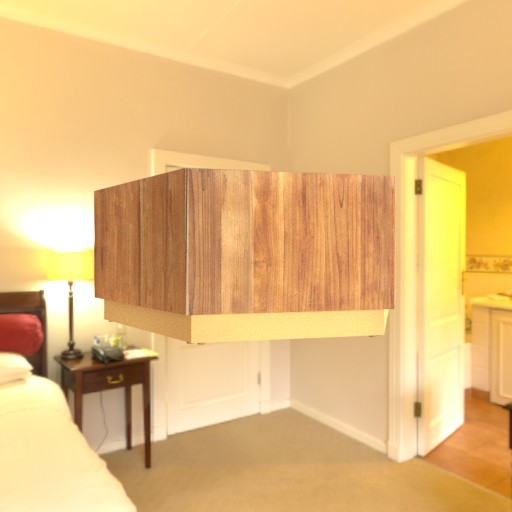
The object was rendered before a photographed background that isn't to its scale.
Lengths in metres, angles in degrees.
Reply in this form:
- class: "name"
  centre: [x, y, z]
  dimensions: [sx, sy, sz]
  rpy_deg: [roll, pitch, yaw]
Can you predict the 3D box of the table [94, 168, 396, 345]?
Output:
- class: "table"
  centre: [0.000, 0.000, 1.666]
  dimensions: [1.000, 0.456, 1.154]
  rpy_deg: [0, 1, 18]
